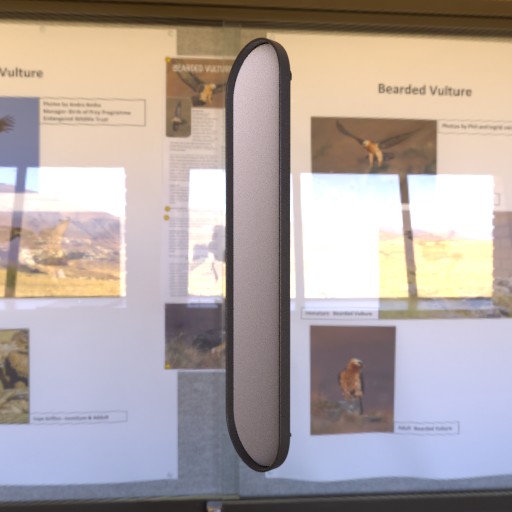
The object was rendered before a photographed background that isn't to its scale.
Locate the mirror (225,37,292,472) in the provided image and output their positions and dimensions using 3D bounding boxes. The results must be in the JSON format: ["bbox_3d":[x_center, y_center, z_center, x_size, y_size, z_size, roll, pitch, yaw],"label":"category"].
[{"bbox_3d":[0.000,0.000,1.037,0.032,0.991,0.222,0,1,-36],"label":"mirror"}]
